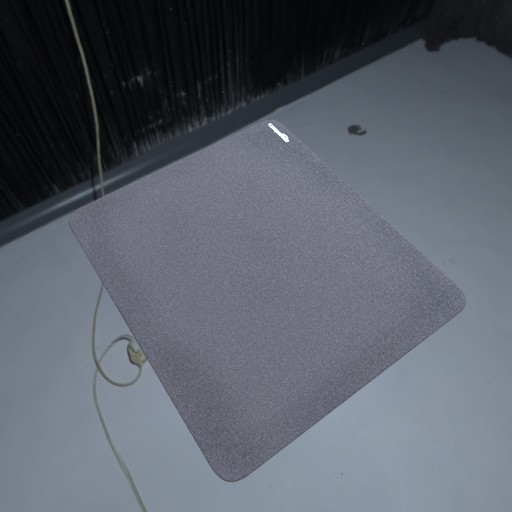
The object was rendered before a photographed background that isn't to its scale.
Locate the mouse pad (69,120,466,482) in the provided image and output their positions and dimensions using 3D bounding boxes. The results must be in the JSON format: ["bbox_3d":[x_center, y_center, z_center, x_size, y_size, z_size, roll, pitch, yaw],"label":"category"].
[{"bbox_3d":[0.000,0.000,0.629,0.393,0.002,0.451,-30,62,-18],"label":"mouse pad"}]
